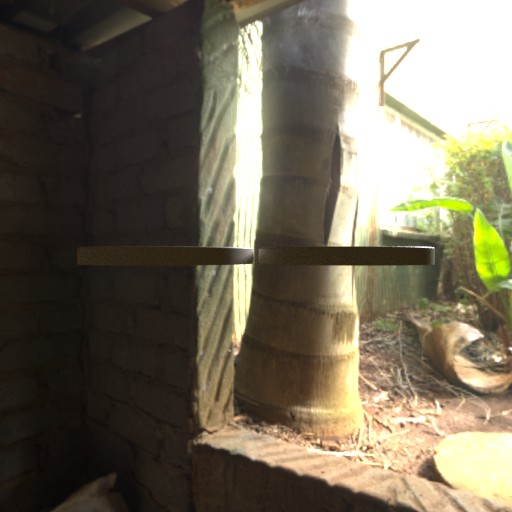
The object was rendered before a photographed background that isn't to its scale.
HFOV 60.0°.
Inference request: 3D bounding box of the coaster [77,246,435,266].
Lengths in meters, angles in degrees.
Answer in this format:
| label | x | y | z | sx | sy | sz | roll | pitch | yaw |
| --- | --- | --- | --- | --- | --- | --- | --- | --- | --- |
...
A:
| label | x | y | z | sx | sy | sz | roll | pitch | yaw |
| --- | --- | --- | --- | --- | --- | --- | --- | --- | --- |
| coaster | 0.000 | 0.000 | 0.340 | 0.220 | 0.010 | 0.224 | 0 | 0 | 0 |
